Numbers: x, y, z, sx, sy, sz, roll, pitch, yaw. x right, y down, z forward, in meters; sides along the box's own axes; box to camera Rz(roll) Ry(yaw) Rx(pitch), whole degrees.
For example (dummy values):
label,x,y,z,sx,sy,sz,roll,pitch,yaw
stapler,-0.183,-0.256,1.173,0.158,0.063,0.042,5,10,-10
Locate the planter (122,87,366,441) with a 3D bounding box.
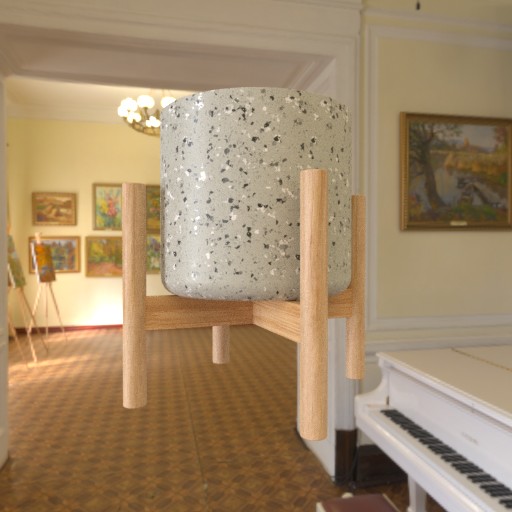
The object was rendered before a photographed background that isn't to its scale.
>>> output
label,x,y,z,sx,sy,sz,roll,pitch,yaw
planter,0.000,0.000,0.528,0.284,0.320,0.284,0,1,1
